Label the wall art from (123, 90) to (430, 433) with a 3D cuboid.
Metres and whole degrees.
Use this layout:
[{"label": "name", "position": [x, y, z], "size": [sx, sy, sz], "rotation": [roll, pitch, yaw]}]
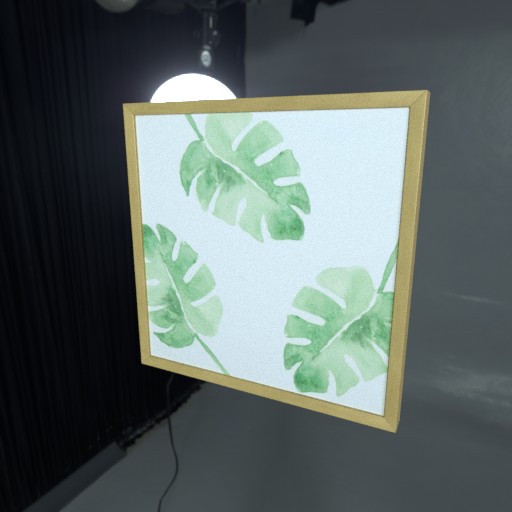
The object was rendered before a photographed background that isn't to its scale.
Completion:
[{"label": "wall art", "position": [0.000, 0.000, 0.757], "size": [0.508, 0.508, 0.038], "rotation": [7, 16, 25]}]
